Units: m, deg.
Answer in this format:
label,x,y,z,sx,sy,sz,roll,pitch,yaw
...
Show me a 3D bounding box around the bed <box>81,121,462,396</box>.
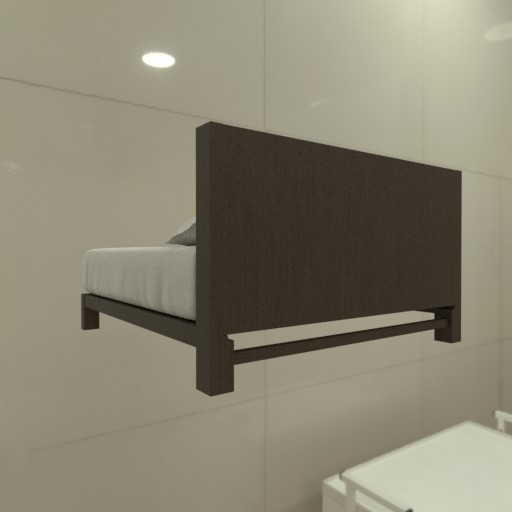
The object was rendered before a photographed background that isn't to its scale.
label,x,y,z,sx,sy,sz,roll,pitch,yaw
bed,0.000,0.000,3.556,2.143,1.261,2.238,0,1,-36
